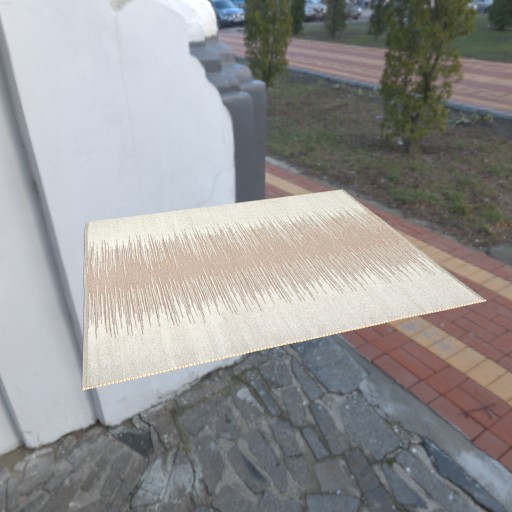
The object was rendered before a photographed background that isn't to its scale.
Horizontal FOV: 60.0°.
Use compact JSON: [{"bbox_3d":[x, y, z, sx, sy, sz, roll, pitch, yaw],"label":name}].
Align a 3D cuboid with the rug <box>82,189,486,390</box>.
[{"bbox_3d":[0.000,0.000,4.103,3.048,0.013,2.438,-9,32,-15],"label":"rug"}]
